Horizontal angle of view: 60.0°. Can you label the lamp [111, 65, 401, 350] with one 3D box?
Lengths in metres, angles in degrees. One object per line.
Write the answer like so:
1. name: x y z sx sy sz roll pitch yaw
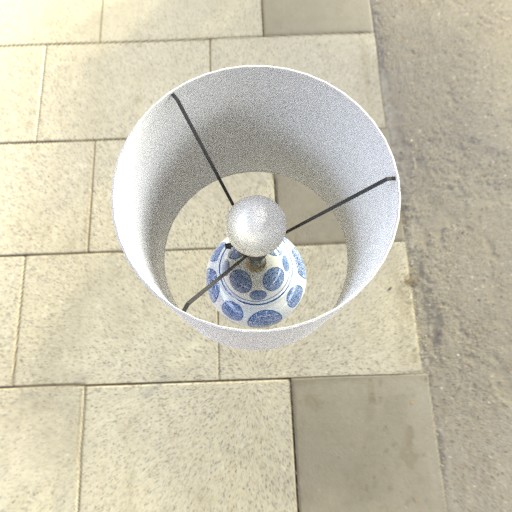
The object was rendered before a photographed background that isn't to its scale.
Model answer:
1. lamp: 0.000 0.000 0.513 0.215 0.381 0.215 -4 74 -1
